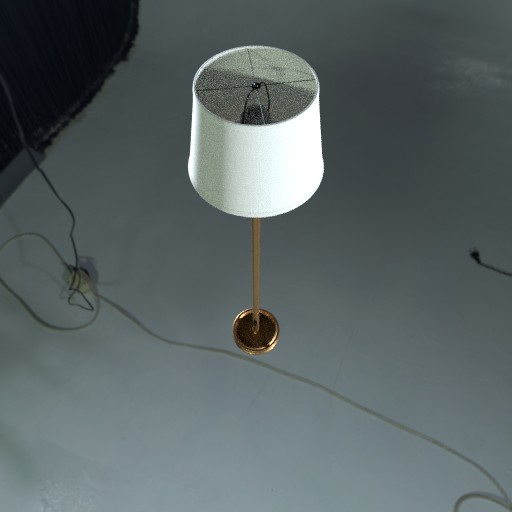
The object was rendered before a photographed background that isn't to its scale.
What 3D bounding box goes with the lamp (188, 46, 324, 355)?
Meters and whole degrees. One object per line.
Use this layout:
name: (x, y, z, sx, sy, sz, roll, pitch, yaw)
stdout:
lamp: (0.000, 0.000, 0.783, 0.178, 0.710, 0.178, 0, 58, 0)
